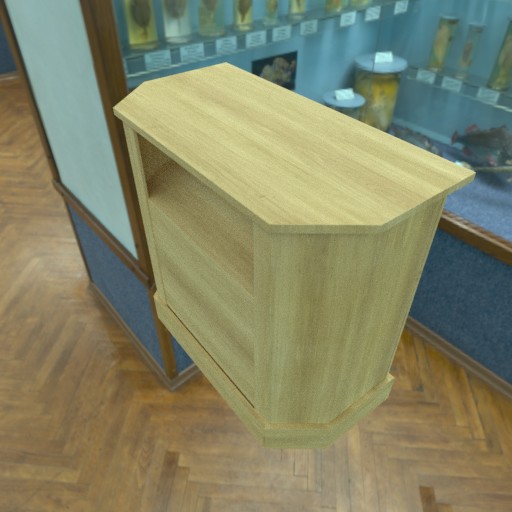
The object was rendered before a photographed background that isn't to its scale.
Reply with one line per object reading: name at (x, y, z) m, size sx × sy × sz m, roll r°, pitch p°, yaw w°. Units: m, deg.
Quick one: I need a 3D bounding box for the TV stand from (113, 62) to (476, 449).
TV stand at (0.000, 0.000, 1.273) m, size 0.425 × 0.781 × 0.851 m, roll -27°, pitch 47°, yaw -28°
